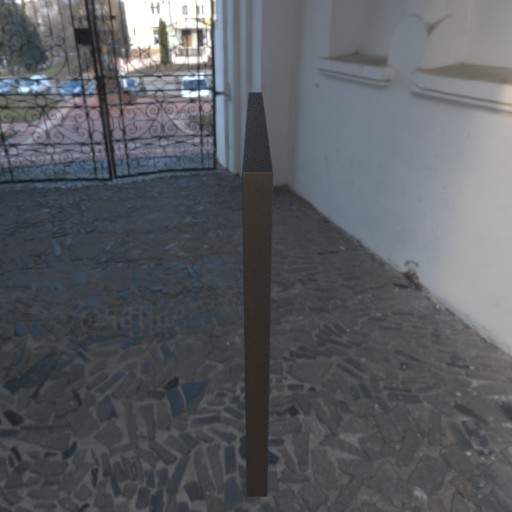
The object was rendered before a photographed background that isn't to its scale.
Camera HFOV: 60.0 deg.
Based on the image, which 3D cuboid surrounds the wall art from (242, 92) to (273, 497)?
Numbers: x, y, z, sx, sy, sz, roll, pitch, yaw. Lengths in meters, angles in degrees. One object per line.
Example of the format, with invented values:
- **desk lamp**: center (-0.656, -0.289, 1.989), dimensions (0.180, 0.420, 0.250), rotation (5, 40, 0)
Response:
- **wall art**: center (0.000, 0.000, 0.753), dimensions (0.029, 0.458, 0.559), rotation (0, 27, 0)
